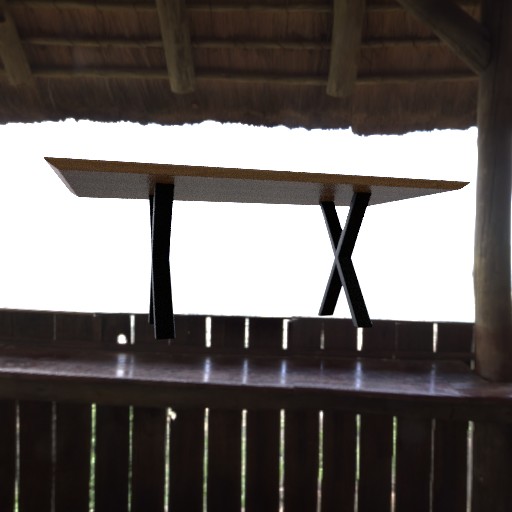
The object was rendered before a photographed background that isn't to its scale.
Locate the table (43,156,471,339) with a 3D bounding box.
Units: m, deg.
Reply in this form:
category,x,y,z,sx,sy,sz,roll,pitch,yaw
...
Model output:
category,x,y,z,sx,sy,sz,roll,pitch,yaw
table,0.000,0.000,2.456,2.000,0.770,1.000,0,0,-17
